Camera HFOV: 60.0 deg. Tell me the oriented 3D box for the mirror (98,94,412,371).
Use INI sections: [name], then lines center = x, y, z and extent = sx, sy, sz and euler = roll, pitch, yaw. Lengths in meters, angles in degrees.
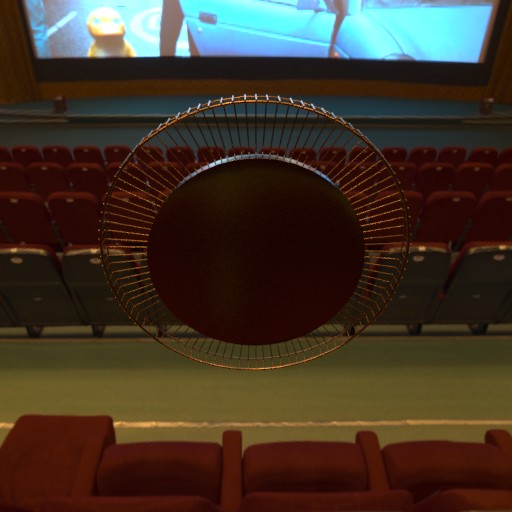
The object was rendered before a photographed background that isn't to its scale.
[mirror]
center = 0.000, 0.000, 1.023
extent = 0.703, 0.703, 0.067
euler = -1, 31, -1
